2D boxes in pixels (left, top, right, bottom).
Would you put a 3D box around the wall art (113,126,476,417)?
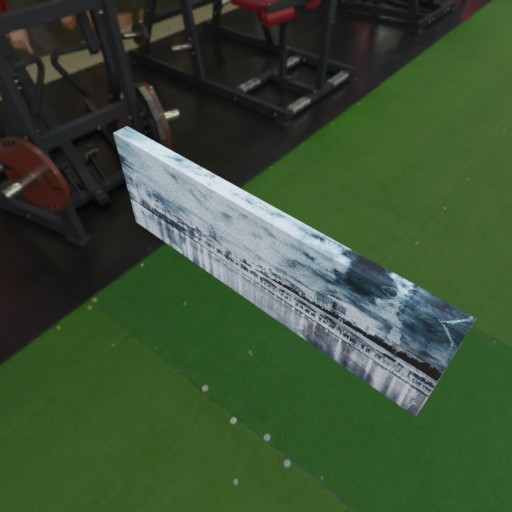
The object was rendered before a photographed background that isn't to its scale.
[{"bbox_3d":[0.000,0.000,0.852,0.759,0.251,0.037,32,54,27],"label":"wall art"}]
